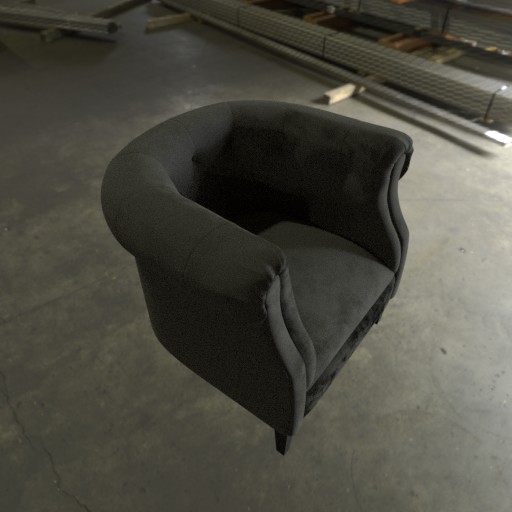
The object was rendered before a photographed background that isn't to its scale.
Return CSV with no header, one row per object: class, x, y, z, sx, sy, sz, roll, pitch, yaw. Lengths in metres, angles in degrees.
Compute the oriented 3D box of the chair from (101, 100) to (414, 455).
chair,0.000,0.000,1.566,0.851,0.826,0.904,27,48,27
